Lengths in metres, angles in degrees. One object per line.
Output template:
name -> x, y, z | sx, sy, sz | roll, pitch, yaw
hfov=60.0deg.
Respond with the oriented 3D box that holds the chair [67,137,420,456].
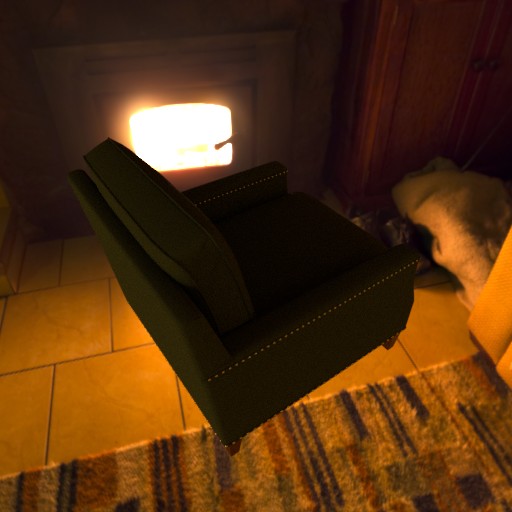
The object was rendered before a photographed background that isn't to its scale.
chair -> 0.000, 0.000, 1.697 | 1.014, 0.943, 0.853 | -25, 46, -26
